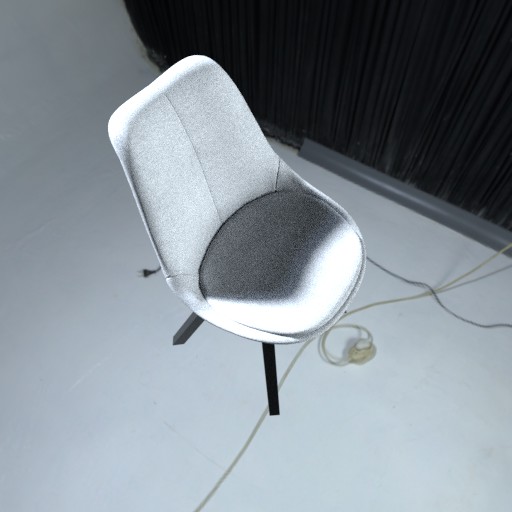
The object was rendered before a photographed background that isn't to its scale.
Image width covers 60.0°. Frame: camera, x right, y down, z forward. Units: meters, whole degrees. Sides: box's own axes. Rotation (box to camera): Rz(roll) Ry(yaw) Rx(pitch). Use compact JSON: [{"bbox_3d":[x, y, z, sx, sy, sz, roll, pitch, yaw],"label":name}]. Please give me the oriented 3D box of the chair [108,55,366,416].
[{"bbox_3d":[0.000,0.000,1.176,0.550,0.850,0.485,30,62,18],"label":"chair"}]
